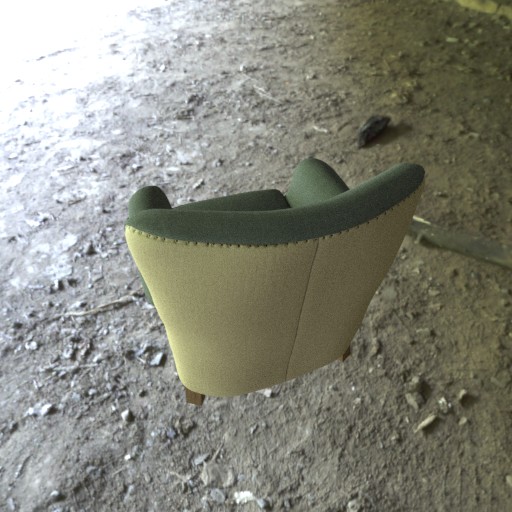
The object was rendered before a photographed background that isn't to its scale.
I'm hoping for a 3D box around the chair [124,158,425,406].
[{"bbox_3d":[0.000,0.000,1.651,0.861,0.936,0.921,-12,42,-14],"label":"chair"}]
